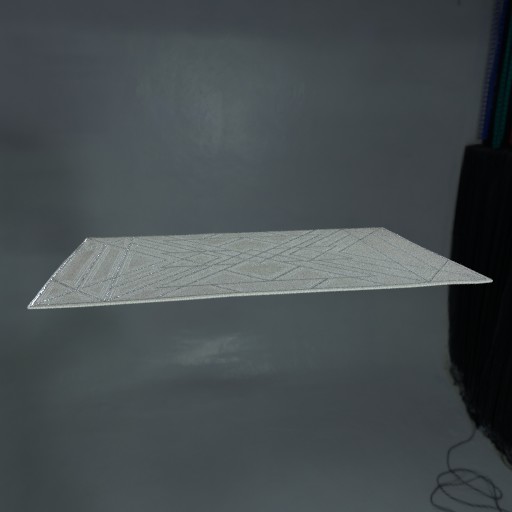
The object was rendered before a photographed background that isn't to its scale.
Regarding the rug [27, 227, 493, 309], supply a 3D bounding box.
[{"bbox_3d":[0.000,0.000,1.049,0.869,0.008,0.511,-3,16,-9],"label":"rug"}]
